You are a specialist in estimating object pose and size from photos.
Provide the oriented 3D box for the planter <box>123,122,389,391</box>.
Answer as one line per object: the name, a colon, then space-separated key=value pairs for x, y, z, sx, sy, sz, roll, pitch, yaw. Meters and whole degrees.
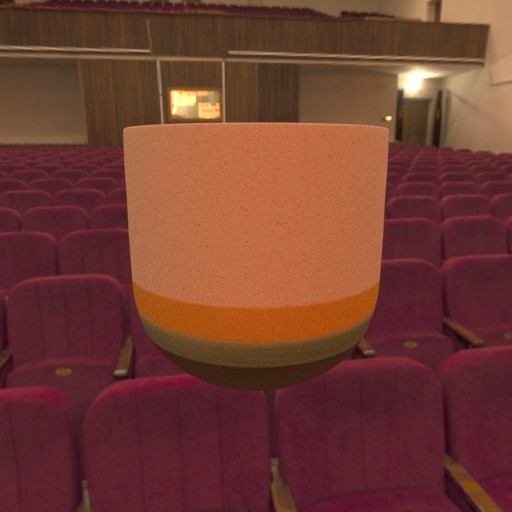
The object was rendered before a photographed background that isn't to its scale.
planter: x=0.000 y=0.000 z=0.493 sx=0.268 sy=0.270 sz=0.268 roll=0 pitch=14 yaw=0
